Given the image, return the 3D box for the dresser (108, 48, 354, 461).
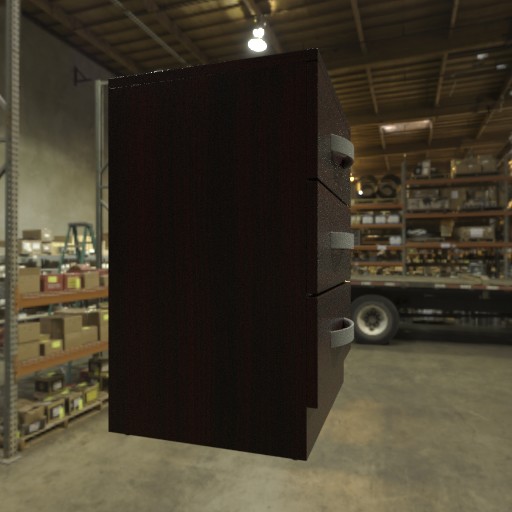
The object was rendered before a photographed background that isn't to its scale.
[{"bbox_3d":[0.000,0.000,0.834,0.360,0.560,0.400,0,0,18],"label":"dresser"}]
